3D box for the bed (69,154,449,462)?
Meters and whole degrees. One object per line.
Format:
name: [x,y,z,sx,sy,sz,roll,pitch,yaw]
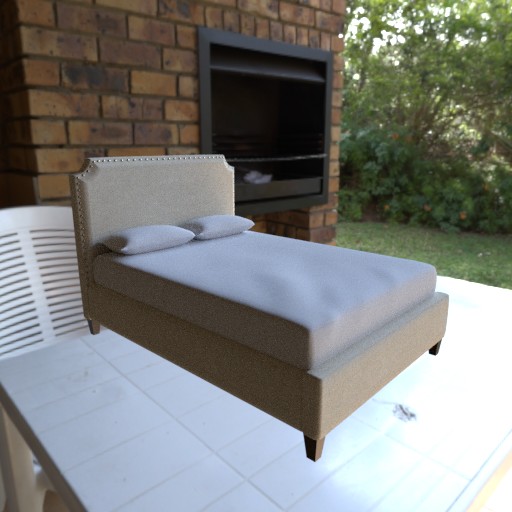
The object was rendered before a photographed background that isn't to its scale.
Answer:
bed: [0.000,0.000,3.403,2.381,1.457,1.713,13,19,41]
